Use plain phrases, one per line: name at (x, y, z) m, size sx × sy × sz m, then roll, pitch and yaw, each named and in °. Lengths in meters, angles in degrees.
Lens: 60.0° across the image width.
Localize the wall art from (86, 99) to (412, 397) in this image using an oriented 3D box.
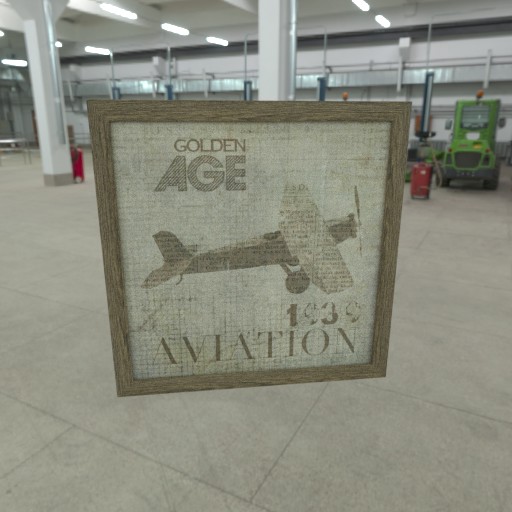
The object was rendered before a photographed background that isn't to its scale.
wall art at (0.000, 0.000, 0.768) m, size 0.508 × 0.508 × 0.019 m, roll -2°, pitch 17°, yaw -7°
